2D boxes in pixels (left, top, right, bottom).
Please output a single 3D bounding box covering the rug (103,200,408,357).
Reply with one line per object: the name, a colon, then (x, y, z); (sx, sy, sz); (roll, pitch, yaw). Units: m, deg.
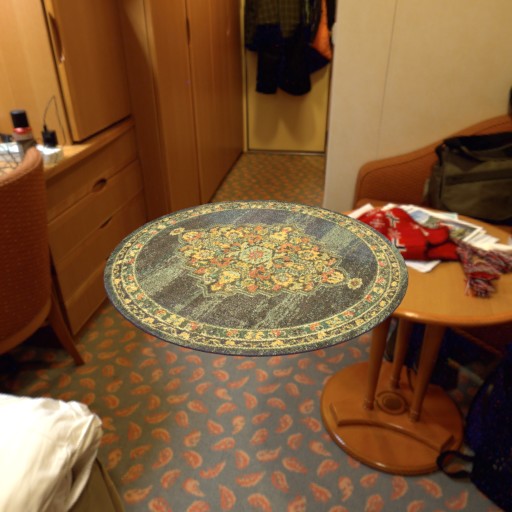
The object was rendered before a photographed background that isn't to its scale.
rug: (0.000, 0.000, 3.619); (2.386, 0.014, 2.386); (0, 29, 0)
